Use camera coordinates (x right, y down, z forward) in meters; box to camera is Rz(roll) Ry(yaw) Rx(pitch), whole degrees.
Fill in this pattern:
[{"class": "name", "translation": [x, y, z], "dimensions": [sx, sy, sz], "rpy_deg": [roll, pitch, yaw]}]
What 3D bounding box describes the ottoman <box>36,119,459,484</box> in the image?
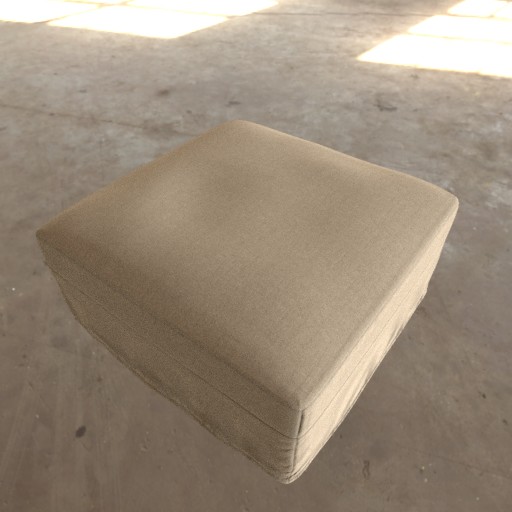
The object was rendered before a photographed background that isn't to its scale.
[{"class": "ottoman", "translation": [0.000, 0.000, 1.288], "dimensions": [0.843, 0.436, 0.840], "rpy_deg": [27, 49, 27]}]
